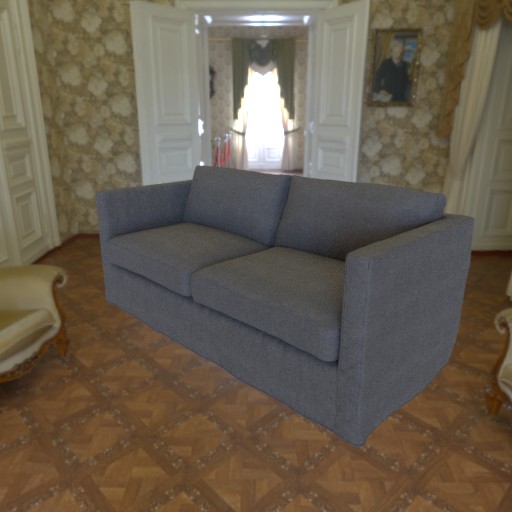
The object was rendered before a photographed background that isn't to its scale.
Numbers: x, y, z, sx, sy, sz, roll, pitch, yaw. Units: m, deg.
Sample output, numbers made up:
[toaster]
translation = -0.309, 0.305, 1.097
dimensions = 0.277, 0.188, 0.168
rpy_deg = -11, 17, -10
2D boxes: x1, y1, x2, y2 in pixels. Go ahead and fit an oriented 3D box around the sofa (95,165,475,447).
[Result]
[sofa]
translation = 0.000, 0.000, 2.472
dimensions = 0.953, 0.855, 1.982
rpy_deg = -17, 24, -42
